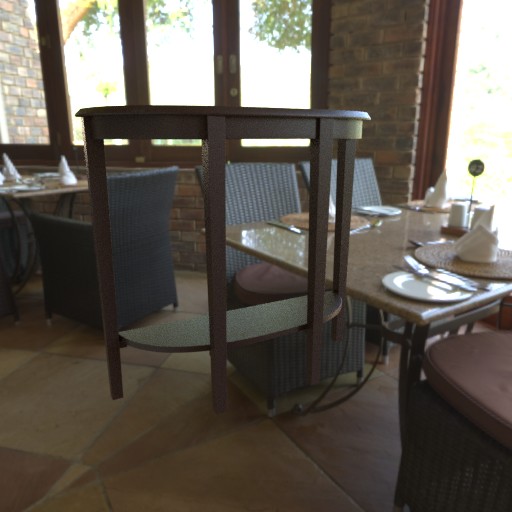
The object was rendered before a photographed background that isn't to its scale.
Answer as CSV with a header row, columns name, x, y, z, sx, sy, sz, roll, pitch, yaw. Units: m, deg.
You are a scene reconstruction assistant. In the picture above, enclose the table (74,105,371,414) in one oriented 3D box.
name,x,y,z,sx,sy,sz,roll,pitch,yaw
table,0.000,0.000,1.328,0.909,0.831,0.274,-8,17,-27
